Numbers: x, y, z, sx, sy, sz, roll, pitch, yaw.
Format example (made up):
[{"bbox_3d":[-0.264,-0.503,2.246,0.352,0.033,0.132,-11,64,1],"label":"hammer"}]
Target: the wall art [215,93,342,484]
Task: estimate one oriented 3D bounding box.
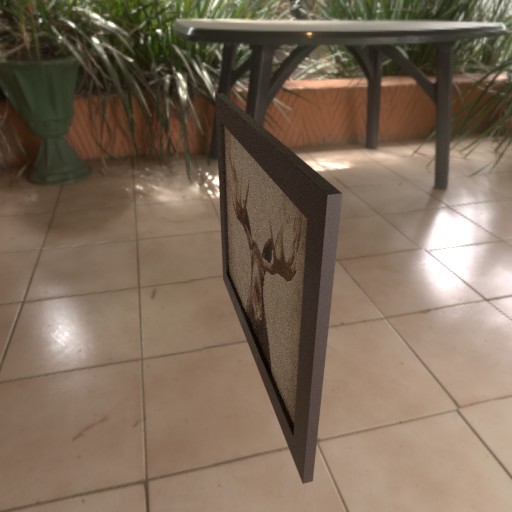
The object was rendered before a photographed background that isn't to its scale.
[{"bbox_3d":[0.000,0.000,1.641,0.034,0.952,1.207,-8,31,-13],"label":"wall art"}]
